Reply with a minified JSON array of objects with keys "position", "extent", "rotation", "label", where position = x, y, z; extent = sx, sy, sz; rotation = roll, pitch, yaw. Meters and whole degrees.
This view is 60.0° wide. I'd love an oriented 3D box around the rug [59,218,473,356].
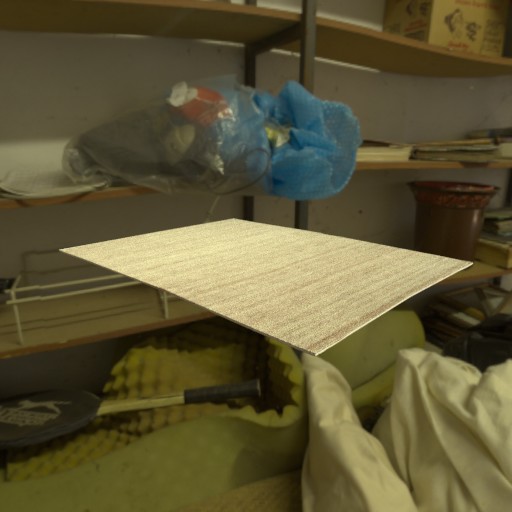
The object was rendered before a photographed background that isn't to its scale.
[{"position":[0.000,0.000,4.256],"extent":[3.202,0.045,2.434],"rotation":[14,21,42],"label":"rug"}]
